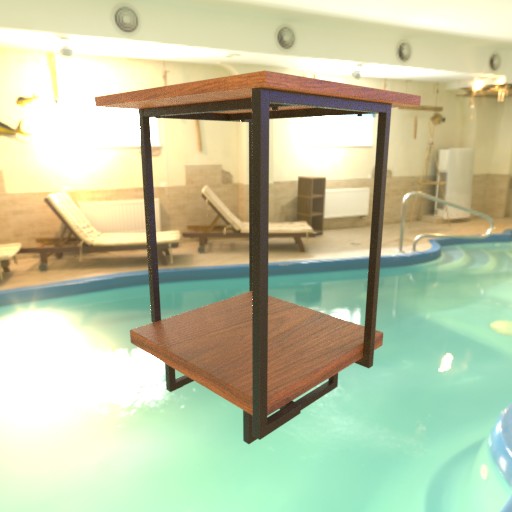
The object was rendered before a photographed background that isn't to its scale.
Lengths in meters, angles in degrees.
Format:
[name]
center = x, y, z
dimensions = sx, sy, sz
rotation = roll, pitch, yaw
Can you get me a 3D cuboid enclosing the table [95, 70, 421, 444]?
[table]
center = 0.000, 0.000, 0.832
dimensions = 0.411, 0.567, 0.384
rotation = 14, 20, 43
